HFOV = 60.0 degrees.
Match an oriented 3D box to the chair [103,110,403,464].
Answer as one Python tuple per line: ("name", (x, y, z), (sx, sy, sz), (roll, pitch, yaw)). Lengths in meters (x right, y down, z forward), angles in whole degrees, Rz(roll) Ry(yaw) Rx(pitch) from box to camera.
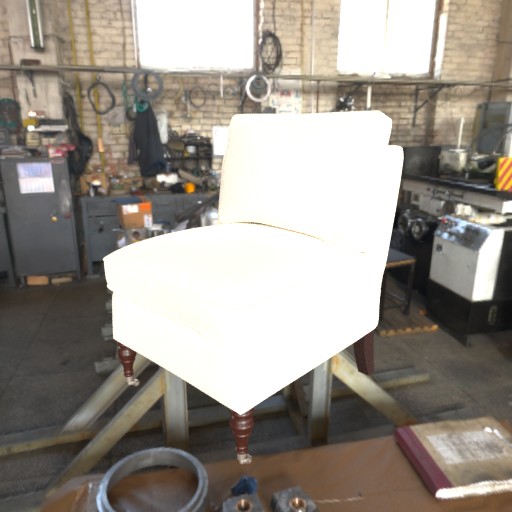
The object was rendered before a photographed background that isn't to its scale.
("chair", (0.000, 0.000, 1.425), (0.630, 0.887, 0.781), (15, 22, 41))
